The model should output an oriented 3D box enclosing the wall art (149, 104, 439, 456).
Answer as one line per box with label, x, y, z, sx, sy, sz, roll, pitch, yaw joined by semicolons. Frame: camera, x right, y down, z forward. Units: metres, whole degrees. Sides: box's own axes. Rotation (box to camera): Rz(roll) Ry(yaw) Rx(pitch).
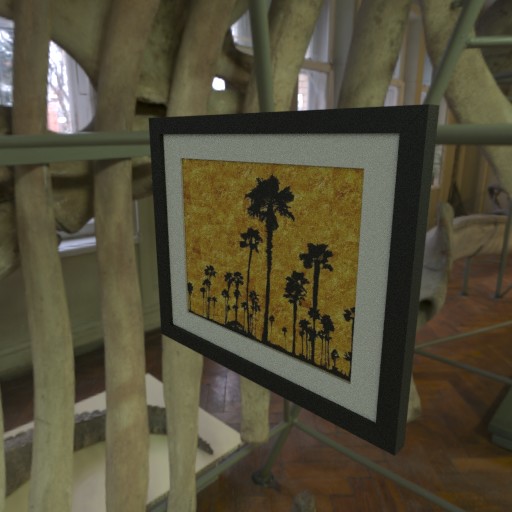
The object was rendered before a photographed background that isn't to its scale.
wall art;0.000;0.000;0.748;0.561;0.460;0.028;14;21;42
